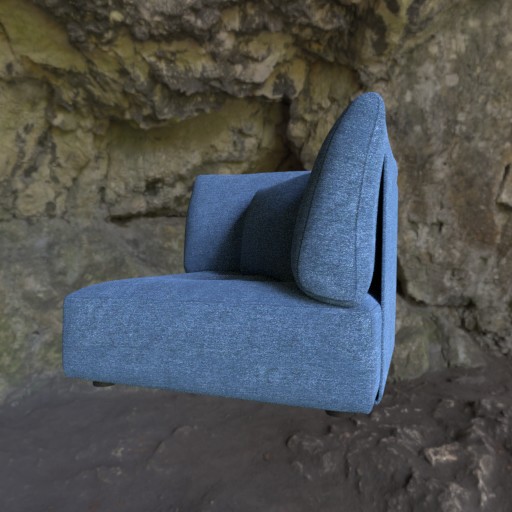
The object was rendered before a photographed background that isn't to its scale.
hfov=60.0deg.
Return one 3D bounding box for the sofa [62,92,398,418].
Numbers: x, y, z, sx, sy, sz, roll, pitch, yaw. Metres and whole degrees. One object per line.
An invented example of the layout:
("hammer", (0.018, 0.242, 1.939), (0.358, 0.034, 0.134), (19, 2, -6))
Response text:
("sofa", (0.000, 0.000, 1.681), (1.000, 0.820, 1.000), (0, 1, 20))
